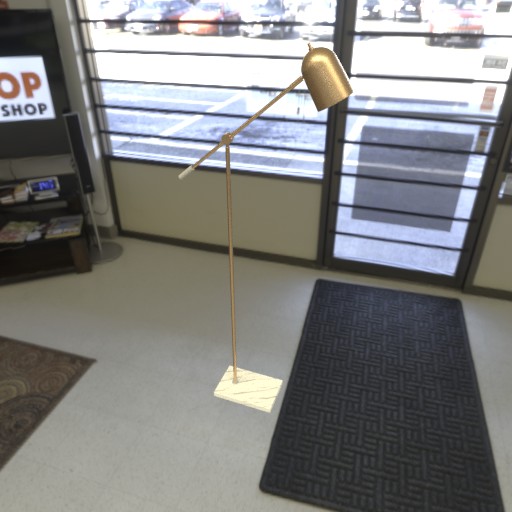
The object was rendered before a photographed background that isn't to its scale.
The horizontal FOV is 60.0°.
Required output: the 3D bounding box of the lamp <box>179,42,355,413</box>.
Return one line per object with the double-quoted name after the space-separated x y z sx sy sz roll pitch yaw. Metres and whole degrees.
0.000 0.000 1.814 0.653 1.594 0.194 11 33 18 "lamp"
